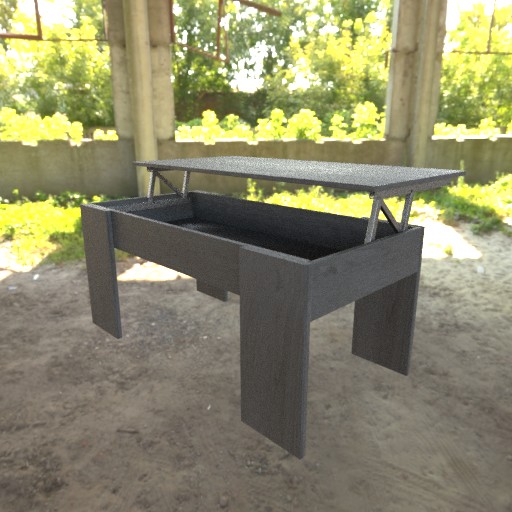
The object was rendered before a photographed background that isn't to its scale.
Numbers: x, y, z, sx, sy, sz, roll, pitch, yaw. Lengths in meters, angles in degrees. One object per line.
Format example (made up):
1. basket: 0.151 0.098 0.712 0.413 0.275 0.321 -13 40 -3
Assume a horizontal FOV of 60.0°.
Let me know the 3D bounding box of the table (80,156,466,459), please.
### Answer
1. table: 0.000 0.000 1.453 0.711 0.570 1.000 -15 22 -43
